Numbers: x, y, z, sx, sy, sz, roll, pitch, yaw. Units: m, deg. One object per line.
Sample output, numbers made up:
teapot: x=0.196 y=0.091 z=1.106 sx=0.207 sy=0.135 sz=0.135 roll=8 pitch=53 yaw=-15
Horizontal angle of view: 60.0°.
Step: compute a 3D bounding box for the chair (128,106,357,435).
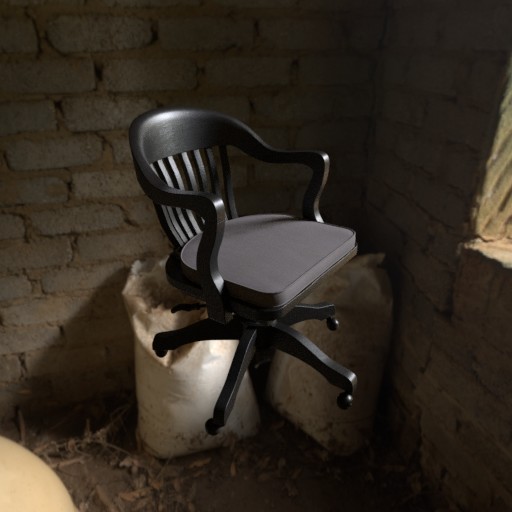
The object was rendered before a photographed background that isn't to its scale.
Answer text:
chair: x=0.000 y=0.000 z=1.467 sx=0.788 sy=0.878 sz=0.750 roll=18 pitch=31 yaw=32
